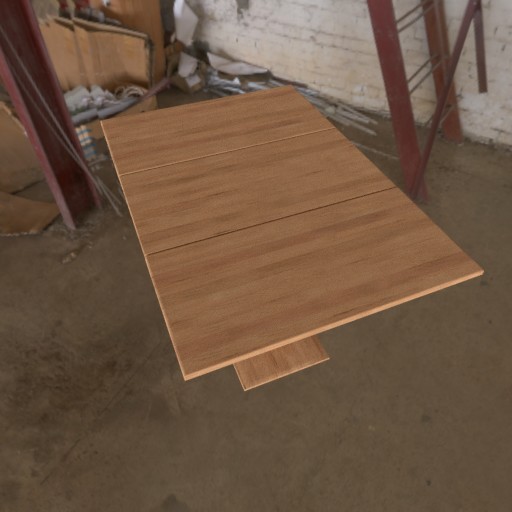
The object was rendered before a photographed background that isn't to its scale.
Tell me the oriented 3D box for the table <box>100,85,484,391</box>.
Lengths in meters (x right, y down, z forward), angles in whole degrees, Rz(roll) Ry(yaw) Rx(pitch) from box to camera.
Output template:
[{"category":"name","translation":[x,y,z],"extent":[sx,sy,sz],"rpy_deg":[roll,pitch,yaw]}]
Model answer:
[{"category":"table","translation":[0.000,0.000,1.860],"extent":[0.900,0.770,1.300],"rpy_deg":[-16,48,-15]}]
